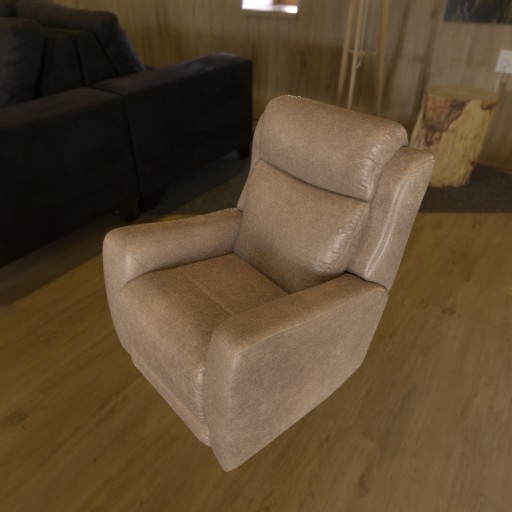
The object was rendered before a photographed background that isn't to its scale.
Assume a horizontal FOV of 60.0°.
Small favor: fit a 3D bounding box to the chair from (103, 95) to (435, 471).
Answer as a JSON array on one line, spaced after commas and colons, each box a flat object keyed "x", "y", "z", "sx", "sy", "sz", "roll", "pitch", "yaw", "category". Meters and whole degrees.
[{"x": 0.000, "y": 0.000, "z": 1.902, "sx": 1.068, "sy": 1.116, "sz": 0.965, "roll": -24, "pitch": 40, "yaw": -32, "category": "chair"}]
